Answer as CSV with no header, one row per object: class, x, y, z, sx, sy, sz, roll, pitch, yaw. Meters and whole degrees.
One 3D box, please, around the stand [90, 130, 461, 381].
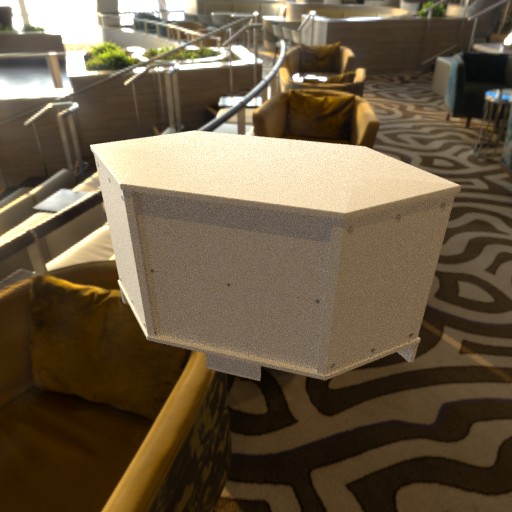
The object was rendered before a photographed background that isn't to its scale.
stand,0.000,0.000,1.401,1.072,0.614,0.477,9,34,14
